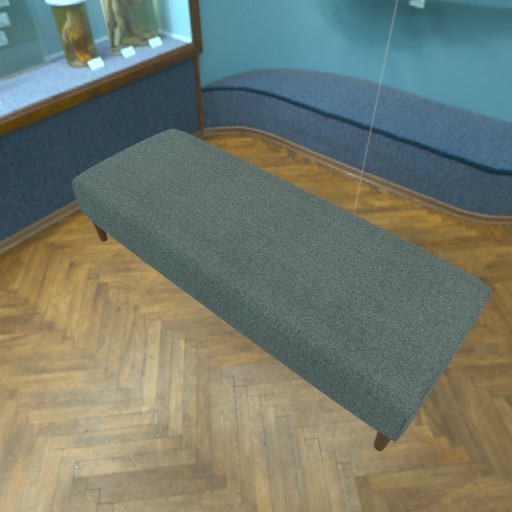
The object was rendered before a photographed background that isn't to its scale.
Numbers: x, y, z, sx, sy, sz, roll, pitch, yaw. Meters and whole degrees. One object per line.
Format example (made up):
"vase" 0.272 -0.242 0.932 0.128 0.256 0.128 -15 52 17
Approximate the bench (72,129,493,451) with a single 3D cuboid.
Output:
"bench" 0.000 0.000 1.789 1.598 0.384 0.631 32 53 27
